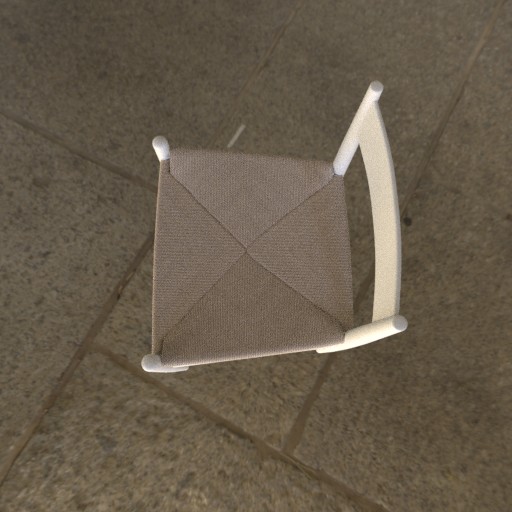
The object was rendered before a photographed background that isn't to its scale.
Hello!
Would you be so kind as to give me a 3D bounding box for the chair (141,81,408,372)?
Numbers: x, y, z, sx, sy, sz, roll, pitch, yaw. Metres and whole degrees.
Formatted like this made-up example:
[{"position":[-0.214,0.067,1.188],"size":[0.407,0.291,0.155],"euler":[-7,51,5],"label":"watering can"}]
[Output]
[{"position":[0.000,0.000,1.110],"size":[0.495,0.762,0.556],"euler":[-1,75,0],"label":"chair"}]
